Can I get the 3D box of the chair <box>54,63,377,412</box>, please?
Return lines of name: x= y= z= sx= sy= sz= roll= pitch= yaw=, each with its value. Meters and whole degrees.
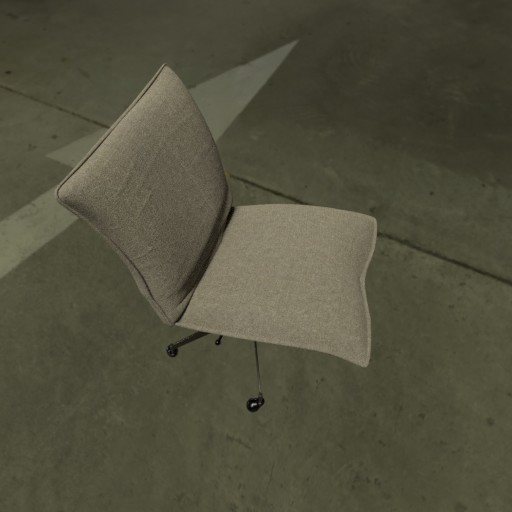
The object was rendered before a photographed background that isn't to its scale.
chair: x=0.000 y=0.000 z=1.283 sx=0.696 sy=0.811 sz=0.597 roll=10 pitch=47 yaw=9
